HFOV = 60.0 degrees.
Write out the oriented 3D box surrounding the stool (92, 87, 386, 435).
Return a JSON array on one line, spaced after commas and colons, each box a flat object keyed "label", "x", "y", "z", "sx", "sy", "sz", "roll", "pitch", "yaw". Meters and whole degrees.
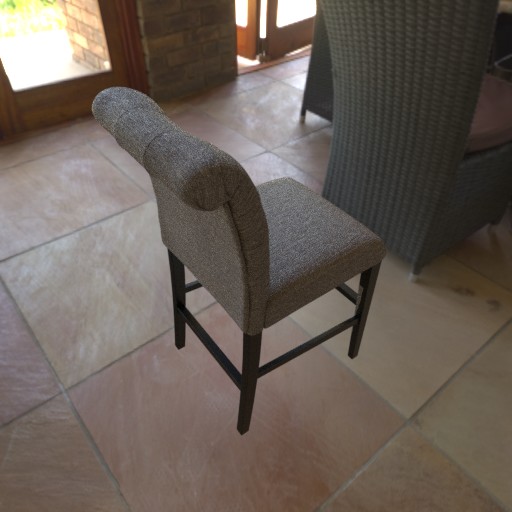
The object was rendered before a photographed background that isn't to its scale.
[{"label": "stool", "x": 0.000, "y": 0.000, "z": 1.281, "sx": 0.611, "sy": 0.970, "sz": 0.457, "roll": -26, "pitch": 48, "yaw": -26}]
